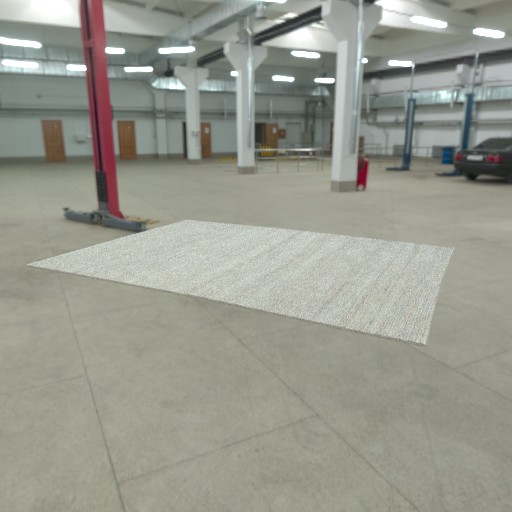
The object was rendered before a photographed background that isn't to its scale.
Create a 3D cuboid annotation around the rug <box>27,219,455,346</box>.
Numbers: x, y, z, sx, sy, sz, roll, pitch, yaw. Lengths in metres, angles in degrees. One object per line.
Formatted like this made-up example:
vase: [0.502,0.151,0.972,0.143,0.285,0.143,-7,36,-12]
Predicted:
rug: [0.000,0.000,2.845,2.264,0.030,1.624,8,17,26]
